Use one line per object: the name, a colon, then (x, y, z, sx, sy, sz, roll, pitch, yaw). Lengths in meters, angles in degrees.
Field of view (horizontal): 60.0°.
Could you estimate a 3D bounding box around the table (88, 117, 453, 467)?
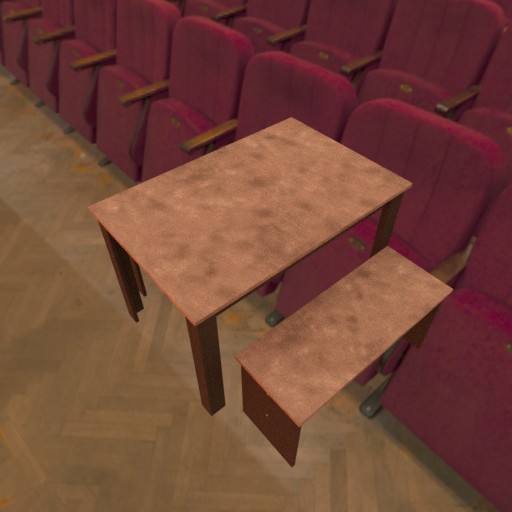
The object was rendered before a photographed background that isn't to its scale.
table: (0.000, 0.000, 2.037, 1.100, 0.700, 1.443, -31, 53, -27)
